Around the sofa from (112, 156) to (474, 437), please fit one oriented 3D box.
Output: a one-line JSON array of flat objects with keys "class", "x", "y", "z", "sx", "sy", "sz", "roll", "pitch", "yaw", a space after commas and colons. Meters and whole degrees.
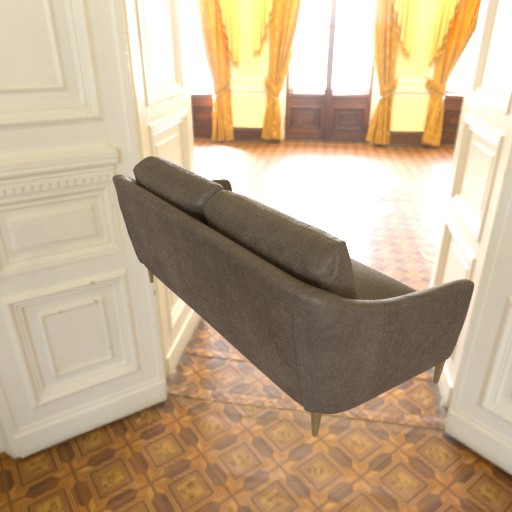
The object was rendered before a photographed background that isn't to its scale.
[{"class": "sofa", "x": 0.000, "y": 0.000, "z": 2.502, "sx": 0.960, "sy": 0.902, "sz": 2.036, "roll": -18, "pitch": 31, "yaw": -32}]
